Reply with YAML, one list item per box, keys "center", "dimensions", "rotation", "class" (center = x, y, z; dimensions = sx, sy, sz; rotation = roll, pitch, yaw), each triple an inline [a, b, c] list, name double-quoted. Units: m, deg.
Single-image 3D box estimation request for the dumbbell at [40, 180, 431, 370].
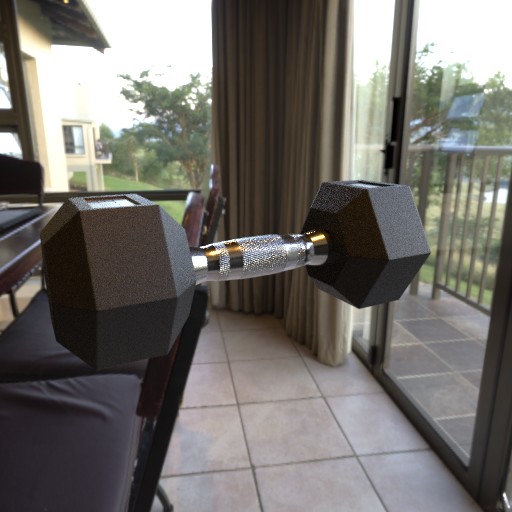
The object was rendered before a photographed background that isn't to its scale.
- center: [0.000, 0.000, 0.317]
  dimensions: [0.272, 0.092, 0.106]
  rotation: [-8, 17, -27]
  class: "dumbbell"
